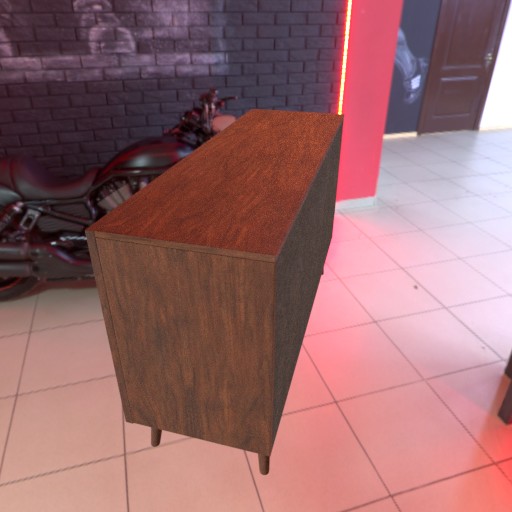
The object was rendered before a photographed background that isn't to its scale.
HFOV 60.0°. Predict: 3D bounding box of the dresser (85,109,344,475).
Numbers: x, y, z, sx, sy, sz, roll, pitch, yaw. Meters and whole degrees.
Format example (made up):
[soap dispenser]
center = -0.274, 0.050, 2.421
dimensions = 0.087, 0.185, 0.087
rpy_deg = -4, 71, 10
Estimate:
[dresser]
center = 0.000, 0.000, 1.867
dimensions = 0.500, 0.889, 1.472
rpy_deg = 8, 31, 14
